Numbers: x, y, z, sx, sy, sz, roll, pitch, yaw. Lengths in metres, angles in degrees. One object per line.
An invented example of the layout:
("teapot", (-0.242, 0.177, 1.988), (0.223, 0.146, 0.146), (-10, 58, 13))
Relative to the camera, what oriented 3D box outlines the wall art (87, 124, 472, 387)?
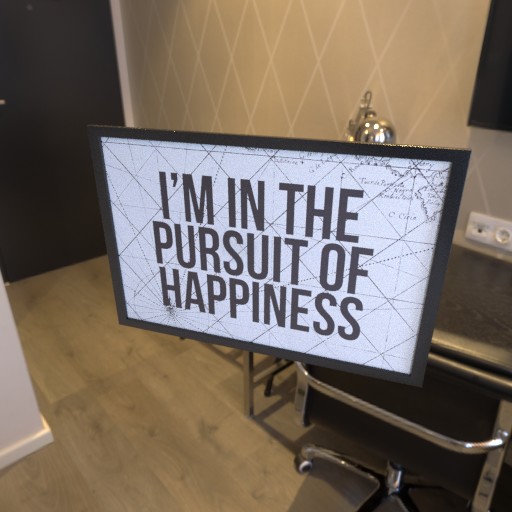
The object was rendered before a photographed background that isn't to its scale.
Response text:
("wall art", (0.000, 0.000, 1.035), (0.819, 0.552, 0.015), (8, 27, 16))
